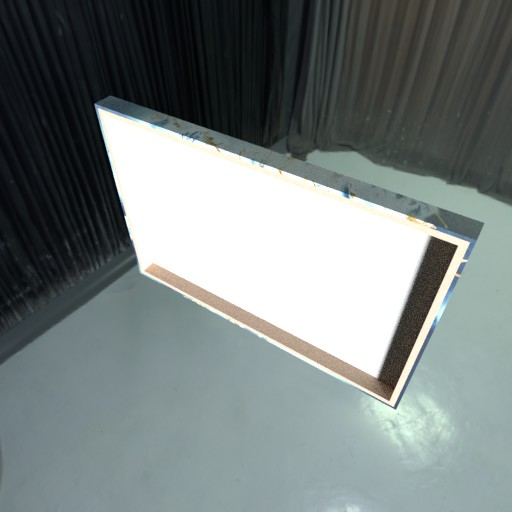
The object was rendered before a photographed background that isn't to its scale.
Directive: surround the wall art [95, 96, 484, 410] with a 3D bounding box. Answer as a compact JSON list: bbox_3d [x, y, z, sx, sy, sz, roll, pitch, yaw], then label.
[{"bbox_3d":[0.000,0.000,0.763,0.607,0.405,0.036,24,50,23],"label":"wall art"}]
